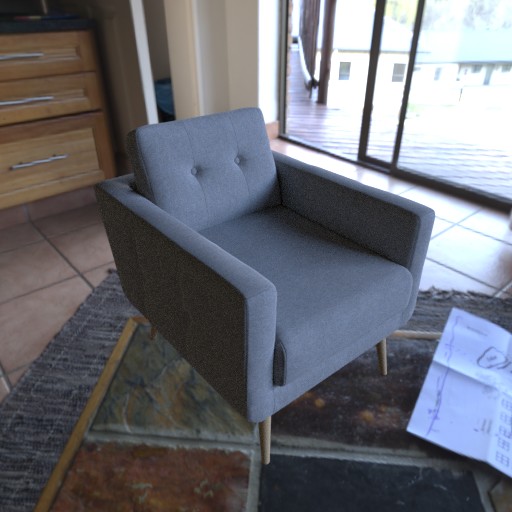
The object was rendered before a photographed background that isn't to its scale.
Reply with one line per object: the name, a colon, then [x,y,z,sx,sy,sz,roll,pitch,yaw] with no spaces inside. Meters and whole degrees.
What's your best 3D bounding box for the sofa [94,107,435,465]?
sofa: [0.000,0.000,1.556,0.770,0.860,0.920,-22,37,-33]
